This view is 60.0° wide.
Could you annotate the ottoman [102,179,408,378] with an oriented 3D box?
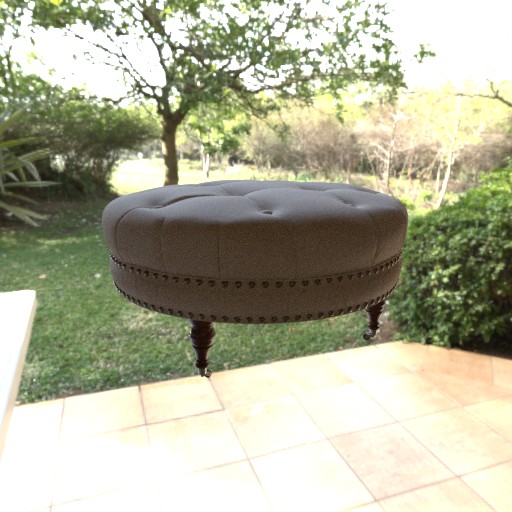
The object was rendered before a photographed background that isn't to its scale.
[{"bbox_3d":[0.000,0.000,1.463,0.940,0.483,0.940,0,14,0],"label":"ottoman"}]
